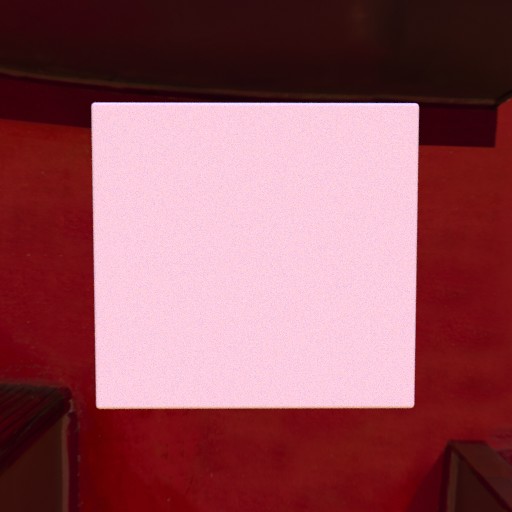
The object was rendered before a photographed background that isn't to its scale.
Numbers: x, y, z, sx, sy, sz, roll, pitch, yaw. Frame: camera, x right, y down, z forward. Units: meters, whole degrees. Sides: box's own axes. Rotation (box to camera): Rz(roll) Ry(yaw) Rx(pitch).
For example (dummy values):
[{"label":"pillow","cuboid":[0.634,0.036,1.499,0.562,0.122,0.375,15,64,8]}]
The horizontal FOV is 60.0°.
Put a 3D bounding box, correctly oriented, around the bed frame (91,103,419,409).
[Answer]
[{"label":"bed frame","cuboid":[0.000,0.000,3.143,2.079,0.659,1.963,0,93,0]}]
